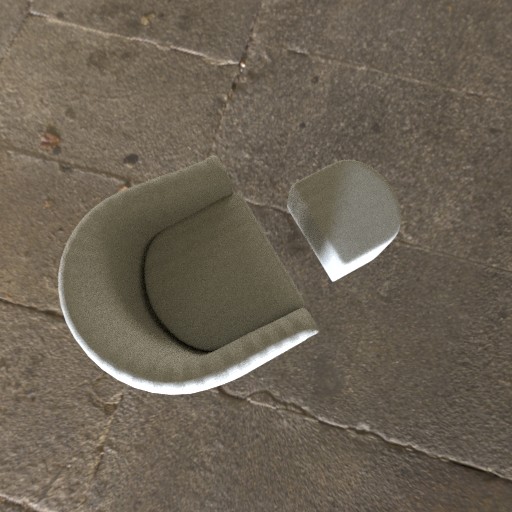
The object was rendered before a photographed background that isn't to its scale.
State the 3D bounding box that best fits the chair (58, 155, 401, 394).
[{"bbox_3d":[0.000,0.000,1.745,1.288,0.757,0.756,-28,76,-7],"label":"chair"}]
